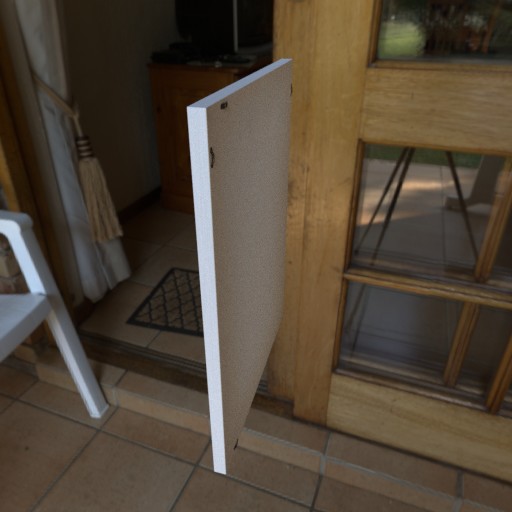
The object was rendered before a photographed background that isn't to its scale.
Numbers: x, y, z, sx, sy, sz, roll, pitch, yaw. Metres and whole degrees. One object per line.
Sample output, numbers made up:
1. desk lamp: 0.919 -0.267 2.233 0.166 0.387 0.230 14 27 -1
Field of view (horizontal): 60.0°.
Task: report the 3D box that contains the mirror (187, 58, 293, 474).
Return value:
1. mirror: 0.000 0.000 1.337 0.040 1.016 0.762 8 31 13
